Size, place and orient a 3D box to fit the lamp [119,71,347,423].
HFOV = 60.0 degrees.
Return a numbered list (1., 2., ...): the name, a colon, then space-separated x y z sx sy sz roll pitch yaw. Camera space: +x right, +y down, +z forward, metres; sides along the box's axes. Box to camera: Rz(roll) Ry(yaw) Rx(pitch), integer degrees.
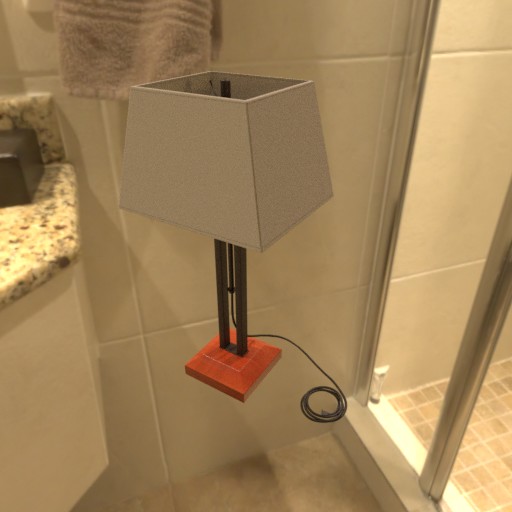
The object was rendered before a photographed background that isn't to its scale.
1. lamp: 0.000 0.000 0.994 0.498 0.737 0.310 18 35 28
